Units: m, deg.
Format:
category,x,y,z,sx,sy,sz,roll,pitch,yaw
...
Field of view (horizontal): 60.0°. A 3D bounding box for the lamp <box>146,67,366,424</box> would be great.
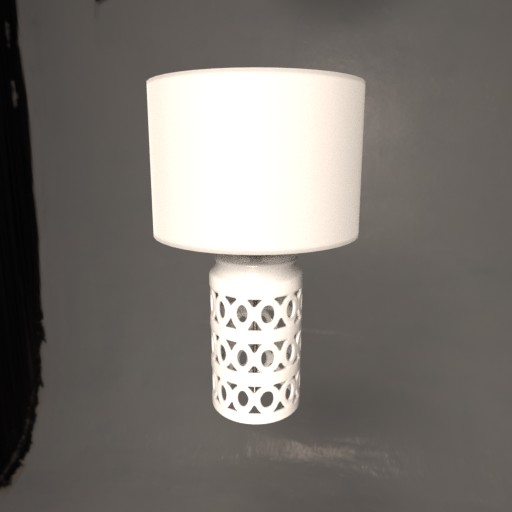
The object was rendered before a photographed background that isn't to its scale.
category,x,y,z,sx,sy,sz,roll,pitch,yaw
lamp,0.000,0.000,0.695,0.310,0.502,0.310,0,14,0
